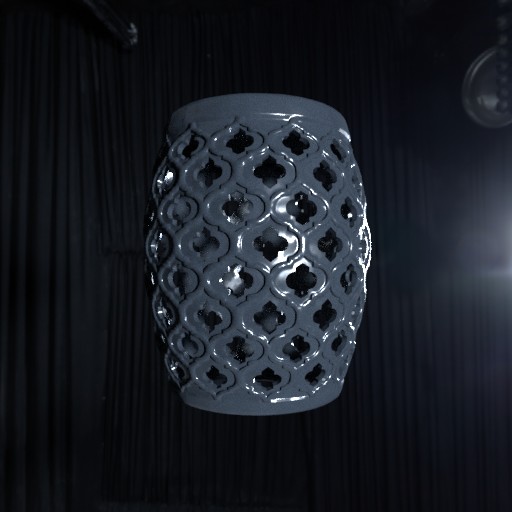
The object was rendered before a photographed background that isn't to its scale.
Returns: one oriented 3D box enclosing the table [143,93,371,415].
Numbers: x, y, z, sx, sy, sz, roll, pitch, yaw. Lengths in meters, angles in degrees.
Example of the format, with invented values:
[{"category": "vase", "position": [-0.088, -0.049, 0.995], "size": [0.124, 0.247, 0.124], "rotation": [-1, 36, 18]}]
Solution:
[{"category": "table", "position": [0.000, 0.000, 0.652], "size": [0.325, 0.388, 0.325], "rotation": [0, -1, 0]}]
